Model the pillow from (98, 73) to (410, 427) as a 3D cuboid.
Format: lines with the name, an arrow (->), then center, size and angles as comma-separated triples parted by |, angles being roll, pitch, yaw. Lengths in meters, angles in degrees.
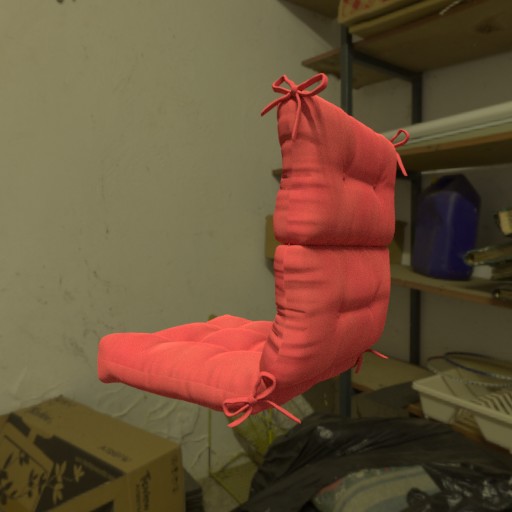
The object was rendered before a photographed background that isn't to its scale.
pillow -> 0.000, 0.000, 1.019 | 0.571, 0.605, 0.519 | 1, 1, 34
